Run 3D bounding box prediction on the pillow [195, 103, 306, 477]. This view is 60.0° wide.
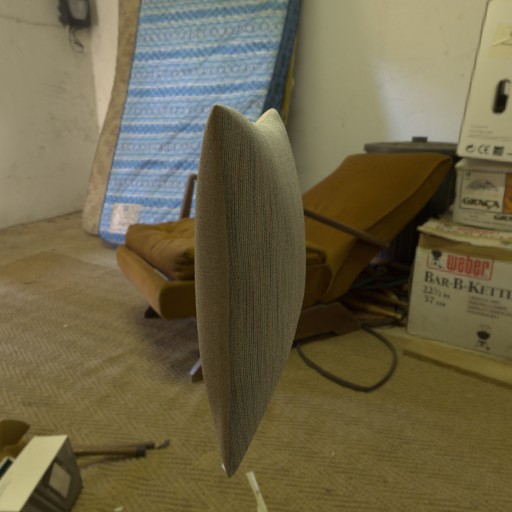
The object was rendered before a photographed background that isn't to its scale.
[{"bbox_3d":[0.000,0.000,0.793,0.178,0.506,0.512,3,18,9],"label":"pillow"}]
